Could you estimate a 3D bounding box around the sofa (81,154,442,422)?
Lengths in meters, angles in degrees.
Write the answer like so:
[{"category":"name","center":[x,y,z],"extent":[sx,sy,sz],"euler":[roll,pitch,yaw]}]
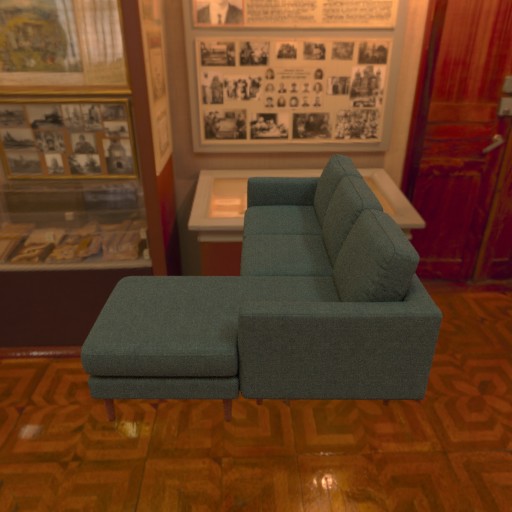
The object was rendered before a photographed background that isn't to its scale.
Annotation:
[{"category":"sofa","center":[0.000,0.000,2.960],"extent":[1.667,0.957,2.055],"euler":[0,27,0]}]
